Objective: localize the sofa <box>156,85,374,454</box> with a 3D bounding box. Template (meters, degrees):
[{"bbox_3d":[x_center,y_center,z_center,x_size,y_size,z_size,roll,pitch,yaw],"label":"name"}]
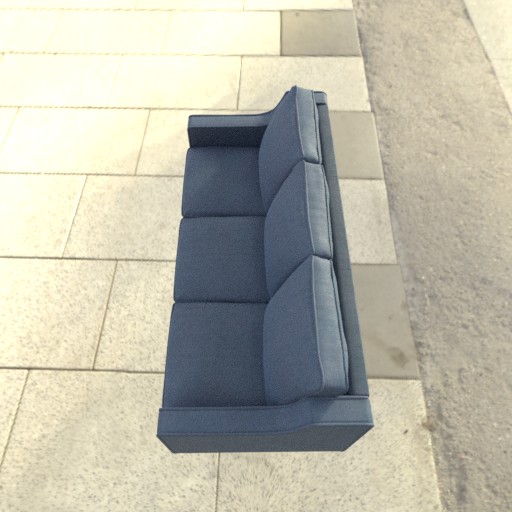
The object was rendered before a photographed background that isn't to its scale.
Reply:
[{"bbox_3d":[0.000,0.000,2.528,0.911,0.974,1.986,-1,58,0],"label":"sofa"}]
